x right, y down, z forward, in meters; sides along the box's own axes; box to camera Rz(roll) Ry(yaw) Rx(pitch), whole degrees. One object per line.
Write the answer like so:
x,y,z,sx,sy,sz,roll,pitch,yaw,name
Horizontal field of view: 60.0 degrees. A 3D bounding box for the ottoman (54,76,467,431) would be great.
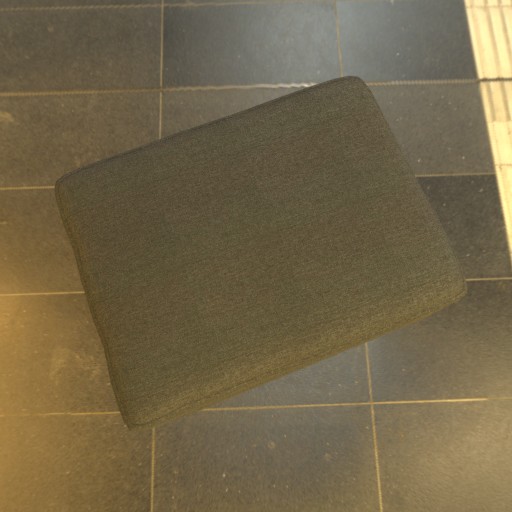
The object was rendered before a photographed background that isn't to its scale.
0.000,0.000,1.200,0.826,0.496,0.639,-21,77,-5,ottoman
